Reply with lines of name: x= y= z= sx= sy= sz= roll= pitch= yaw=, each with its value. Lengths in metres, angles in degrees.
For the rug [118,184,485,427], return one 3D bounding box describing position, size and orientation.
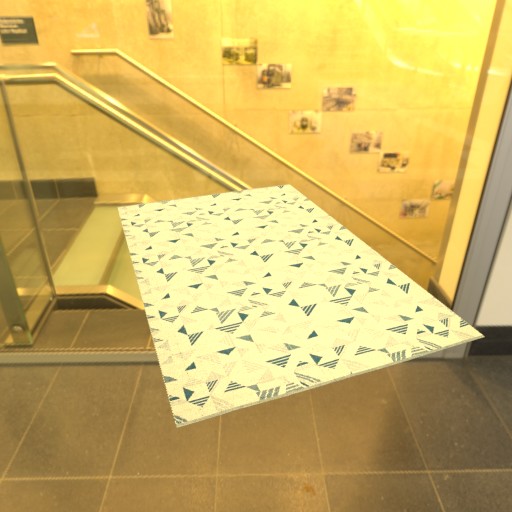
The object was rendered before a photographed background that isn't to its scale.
rug: x=0.000 y=0.000 z=2.277 sx=1.206 sy=0.003 sz=1.835 roll=-10 pitch=31 yaw=-18
